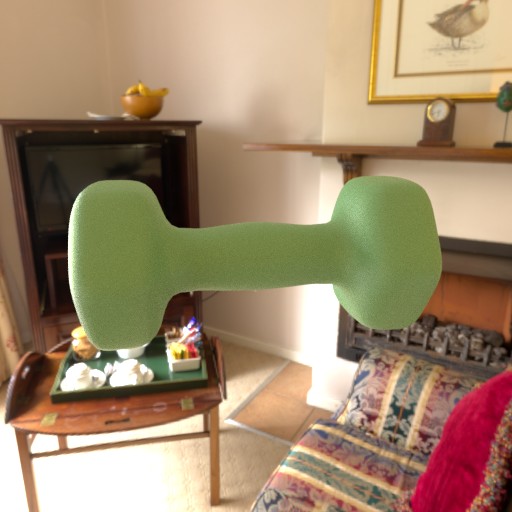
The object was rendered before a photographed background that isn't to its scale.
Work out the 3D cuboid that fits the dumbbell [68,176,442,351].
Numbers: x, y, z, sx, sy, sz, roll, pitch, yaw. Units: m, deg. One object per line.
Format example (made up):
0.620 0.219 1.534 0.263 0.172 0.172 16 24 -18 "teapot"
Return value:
0.000 0.000 0.334 0.257 0.114 0.126 -2 16 -8 "dumbbell"
